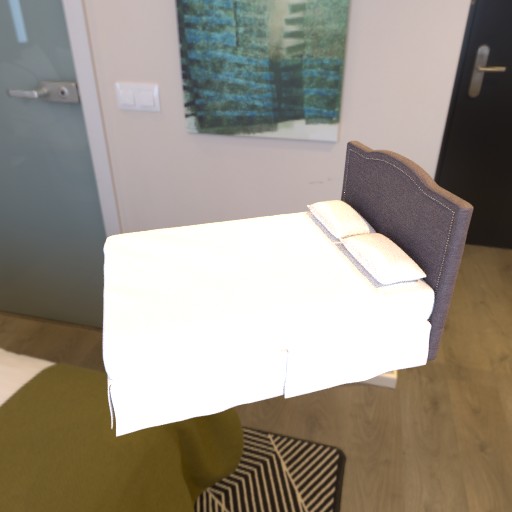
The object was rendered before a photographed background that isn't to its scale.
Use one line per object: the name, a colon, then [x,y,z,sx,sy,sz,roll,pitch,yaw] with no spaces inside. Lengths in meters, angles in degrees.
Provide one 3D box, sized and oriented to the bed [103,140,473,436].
bed: [0.000,0.000,3.588,2.507,1.441,1.741,-8,31,-14]
